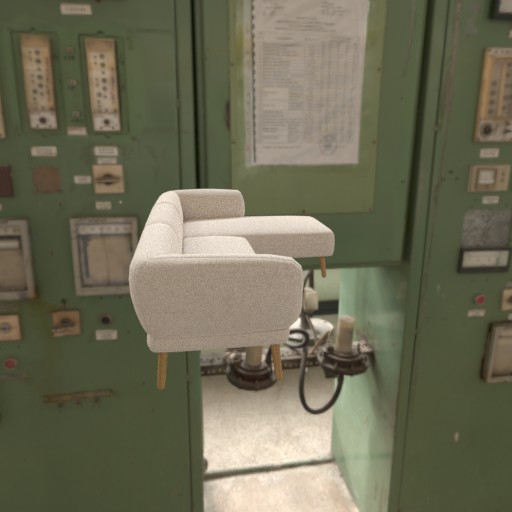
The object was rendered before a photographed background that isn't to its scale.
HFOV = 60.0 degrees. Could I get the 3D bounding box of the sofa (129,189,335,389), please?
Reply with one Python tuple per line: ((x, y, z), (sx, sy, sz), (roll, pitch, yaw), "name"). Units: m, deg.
((0.000, 0.000, 3.402), (1.610, 0.730, 2.660), (-2, 16, -8), "sofa")
